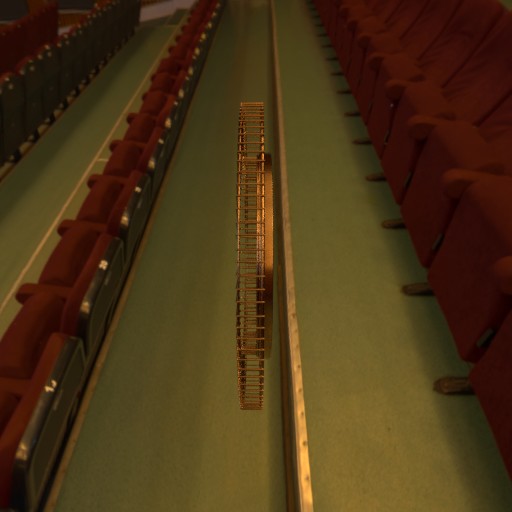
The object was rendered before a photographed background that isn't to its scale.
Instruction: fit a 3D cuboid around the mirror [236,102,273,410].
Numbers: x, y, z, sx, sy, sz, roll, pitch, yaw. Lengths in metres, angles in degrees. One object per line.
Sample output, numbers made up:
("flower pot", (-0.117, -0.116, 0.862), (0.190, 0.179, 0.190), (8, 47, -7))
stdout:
("mirror", (0.000, 0.000, 1.072), (0.067, 0.703, 0.703), (0, 40, 0))
